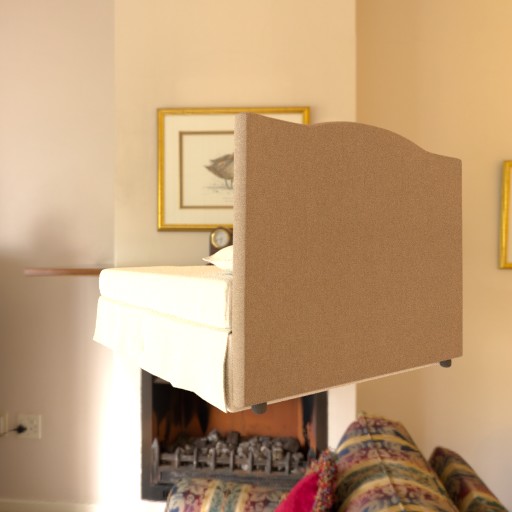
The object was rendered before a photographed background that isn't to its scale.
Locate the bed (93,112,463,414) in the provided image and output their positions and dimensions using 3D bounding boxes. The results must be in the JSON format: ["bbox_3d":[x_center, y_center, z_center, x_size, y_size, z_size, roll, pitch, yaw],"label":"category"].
[{"bbox_3d":[0.000,0.000,3.341,1.821,1.436,2.282,0,0,-35],"label":"bed"}]
